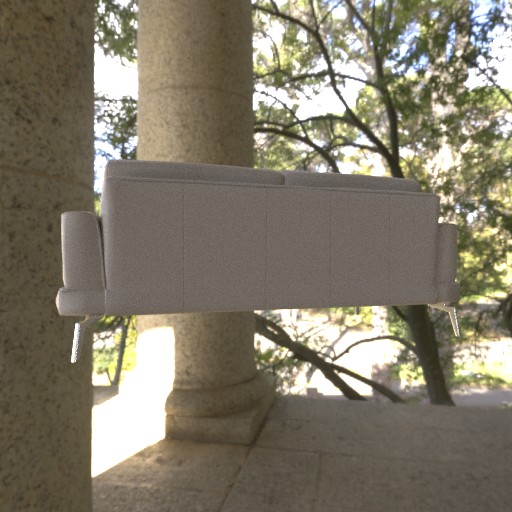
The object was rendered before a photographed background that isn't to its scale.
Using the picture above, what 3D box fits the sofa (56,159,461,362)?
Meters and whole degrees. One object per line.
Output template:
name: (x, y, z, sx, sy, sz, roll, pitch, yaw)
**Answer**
sofa: (0.000, 0.000, 2.715, 2.177, 0.930, 1.121, 0, -1, -18)
